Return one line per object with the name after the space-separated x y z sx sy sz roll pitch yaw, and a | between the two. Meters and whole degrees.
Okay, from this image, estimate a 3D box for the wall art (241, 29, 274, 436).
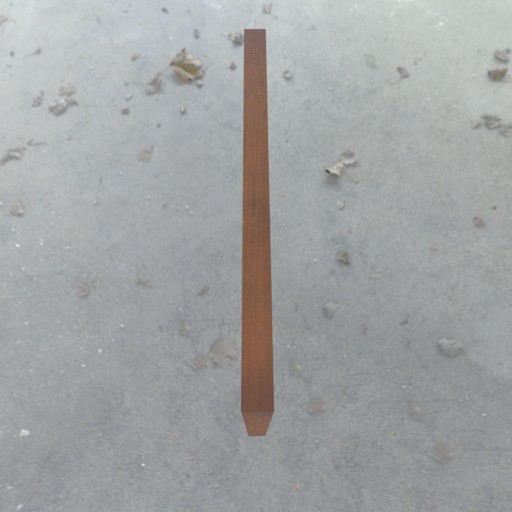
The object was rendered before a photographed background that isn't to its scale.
0.000 0.000 0.771 0.033 0.457 0.558 0 65 0 | wall art
